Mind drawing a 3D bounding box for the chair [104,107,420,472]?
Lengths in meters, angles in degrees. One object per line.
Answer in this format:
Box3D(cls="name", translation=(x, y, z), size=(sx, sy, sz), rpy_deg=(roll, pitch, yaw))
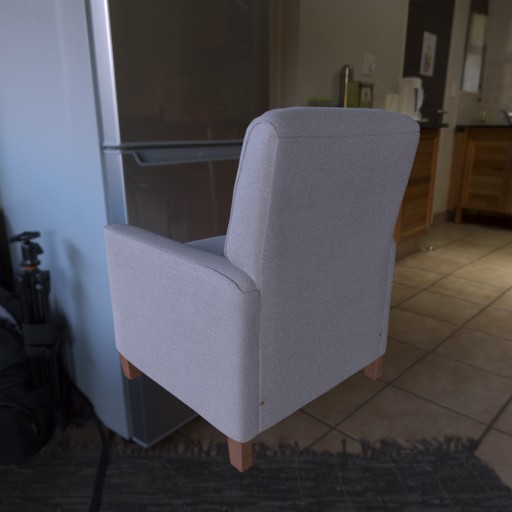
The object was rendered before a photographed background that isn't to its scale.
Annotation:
Box3D(cls="chair", translation=(0.000, 0.000, 1.633), size=(0.845, 1.023, 0.859), rpy_deg=(-16, 23, -41))
